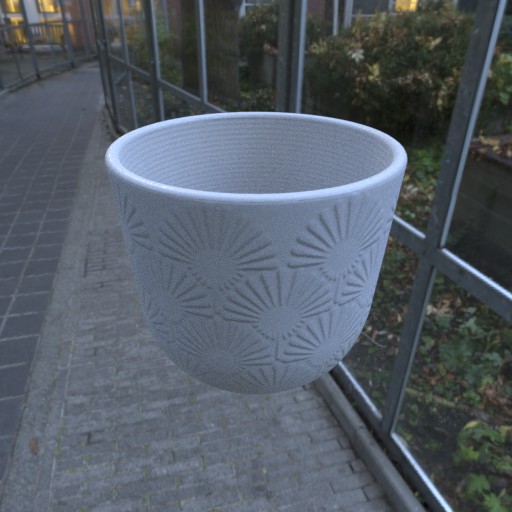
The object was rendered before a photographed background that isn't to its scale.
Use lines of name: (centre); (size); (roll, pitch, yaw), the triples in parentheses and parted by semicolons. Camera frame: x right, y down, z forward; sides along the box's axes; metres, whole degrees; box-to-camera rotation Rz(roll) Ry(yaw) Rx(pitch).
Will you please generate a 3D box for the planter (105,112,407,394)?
planter: (0.000, 0.000, 0.295); (0.170, 0.152, 0.170); (0, 30, 0)
